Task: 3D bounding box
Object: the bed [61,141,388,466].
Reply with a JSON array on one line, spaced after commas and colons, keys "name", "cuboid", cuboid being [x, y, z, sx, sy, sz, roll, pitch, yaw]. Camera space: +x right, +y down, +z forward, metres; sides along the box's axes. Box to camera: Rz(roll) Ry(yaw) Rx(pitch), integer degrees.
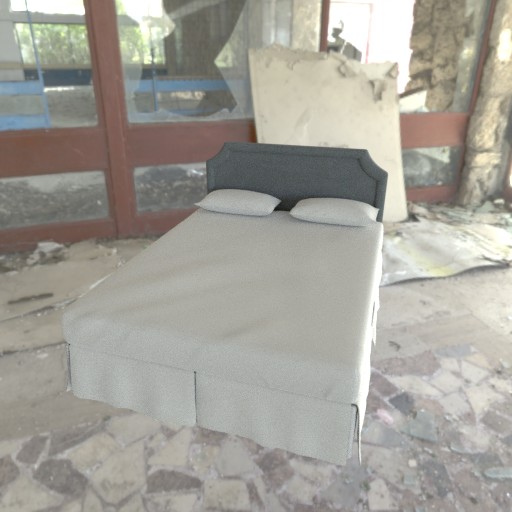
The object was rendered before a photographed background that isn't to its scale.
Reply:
[{"name": "bed", "cuboid": [0.000, 0.000, 3.509, 1.977, 1.306, 2.464, 7, 26, 16]}]
